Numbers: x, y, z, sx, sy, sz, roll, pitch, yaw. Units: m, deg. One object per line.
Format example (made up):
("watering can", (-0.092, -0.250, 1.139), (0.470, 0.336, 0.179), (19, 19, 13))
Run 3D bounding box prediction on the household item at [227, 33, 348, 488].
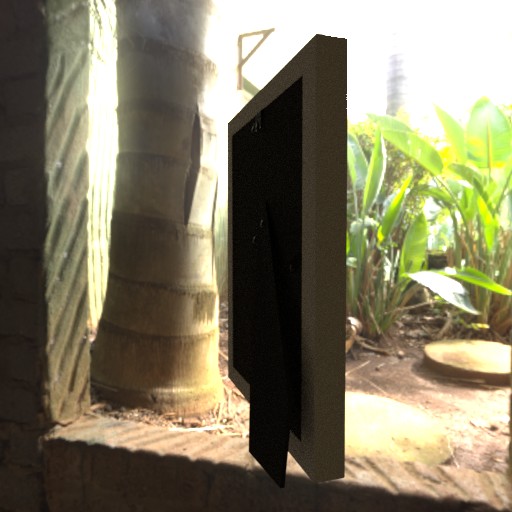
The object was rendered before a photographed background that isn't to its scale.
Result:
("household item", (0.000, 0.000, 0.339), (0.045, 0.250, 0.200), (-1, 3, -18))
